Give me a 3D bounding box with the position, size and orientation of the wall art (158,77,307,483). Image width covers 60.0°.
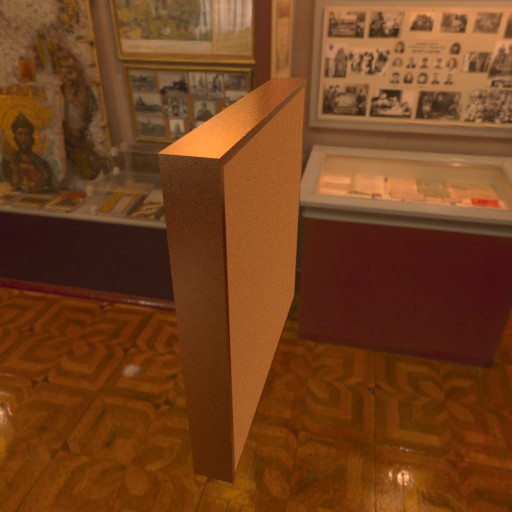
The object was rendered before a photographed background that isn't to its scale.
[{"bbox_3d":[0.000,0.000,0.460,0.038,0.304,0.304,8,31,13],"label":"wall art"}]
